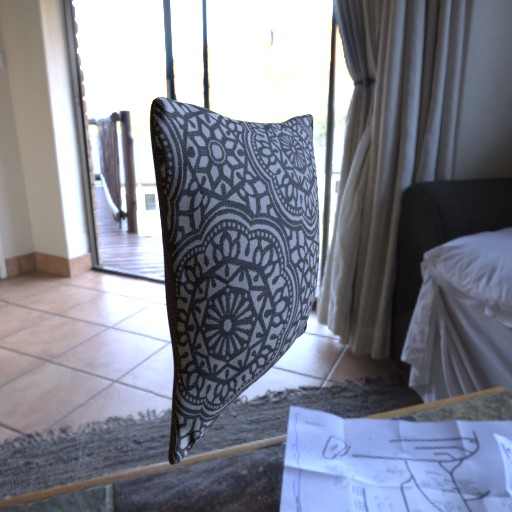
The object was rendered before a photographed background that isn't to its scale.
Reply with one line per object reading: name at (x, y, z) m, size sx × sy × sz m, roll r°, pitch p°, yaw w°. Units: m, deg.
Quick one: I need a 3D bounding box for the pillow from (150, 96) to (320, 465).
pillow at (0.000, 0.000, 0.655) m, size 0.148 × 0.417 × 0.436 m, roll 8°, pitch 17°, yaw 26°
